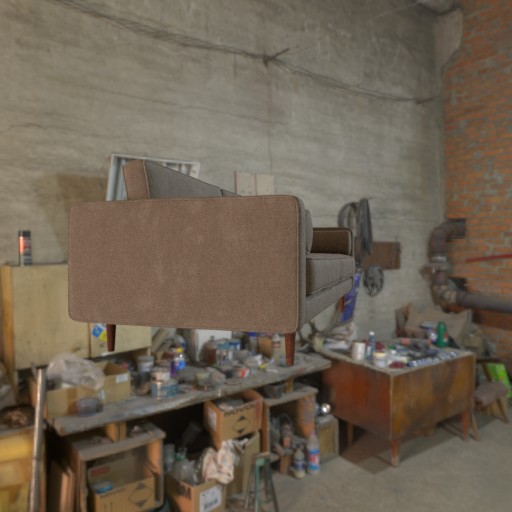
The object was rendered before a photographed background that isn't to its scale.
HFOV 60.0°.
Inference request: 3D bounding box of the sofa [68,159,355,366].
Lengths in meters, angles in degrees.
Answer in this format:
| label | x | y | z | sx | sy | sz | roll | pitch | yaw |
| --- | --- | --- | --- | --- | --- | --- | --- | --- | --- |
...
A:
| label | x | y | z | sx | sy | sz | roll | pitch | yaw |
| --- | --- | --- | --- | --- | --- | --- | --- | --- | --- |
| sofa | 0.000 | 0.000 | 2.403 | 0.920 | 0.769 | 1.883 | 0 | 0 | 18 |
